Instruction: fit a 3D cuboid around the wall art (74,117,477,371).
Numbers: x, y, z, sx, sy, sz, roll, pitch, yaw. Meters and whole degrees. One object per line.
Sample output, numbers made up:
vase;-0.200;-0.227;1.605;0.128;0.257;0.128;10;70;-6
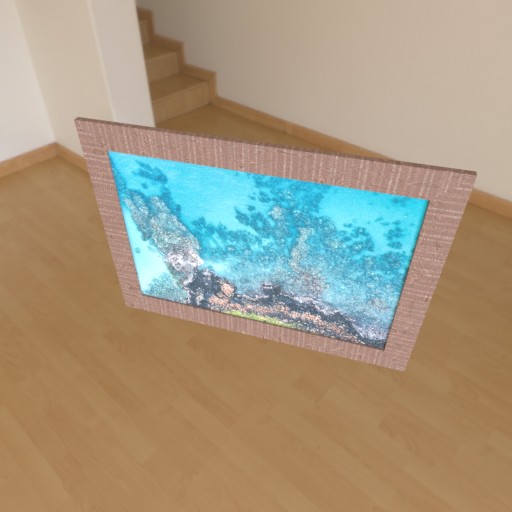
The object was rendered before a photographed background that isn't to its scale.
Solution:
wall art;0.000;0.000;1.377;1.056;0.761;0.020;11;42;13
